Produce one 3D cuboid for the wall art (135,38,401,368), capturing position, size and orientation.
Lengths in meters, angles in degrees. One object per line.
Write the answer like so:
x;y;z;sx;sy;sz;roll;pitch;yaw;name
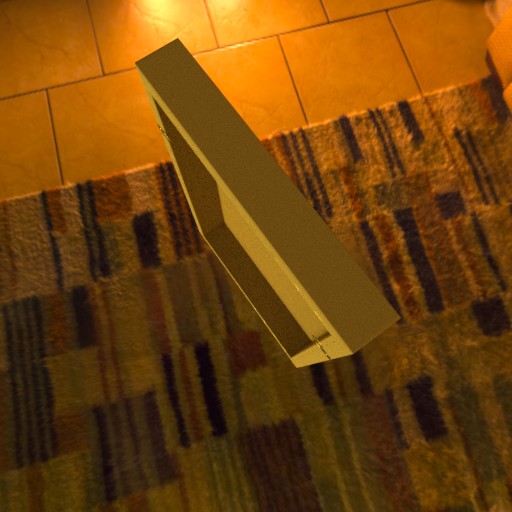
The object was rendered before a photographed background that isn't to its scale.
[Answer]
0.000;0.000;0.479;0.039;0.381;0.252;-34;77;-9;wall art
